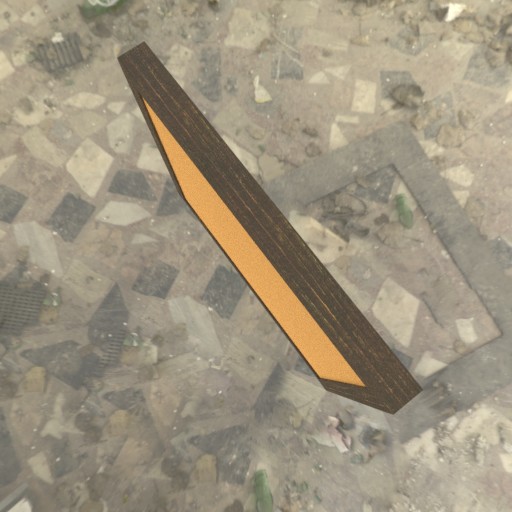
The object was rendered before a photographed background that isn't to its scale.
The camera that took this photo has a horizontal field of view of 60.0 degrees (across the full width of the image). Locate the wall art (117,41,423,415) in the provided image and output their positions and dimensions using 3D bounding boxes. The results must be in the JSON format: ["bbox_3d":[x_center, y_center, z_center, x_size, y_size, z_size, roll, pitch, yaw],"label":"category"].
[{"bbox_3d":[0.000,0.000,0.527,0.031,0.330,0.381,-36,79,-8],"label":"wall art"}]
